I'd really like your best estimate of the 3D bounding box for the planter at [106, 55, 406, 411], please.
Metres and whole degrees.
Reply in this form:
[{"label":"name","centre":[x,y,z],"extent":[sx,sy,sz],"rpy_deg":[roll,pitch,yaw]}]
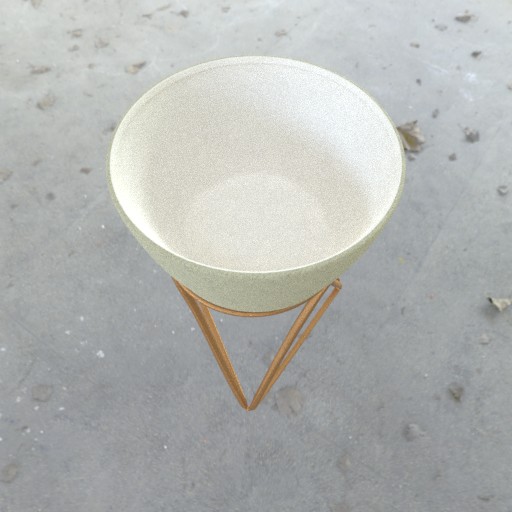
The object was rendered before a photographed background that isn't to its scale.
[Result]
[{"label":"planter","centre":[0.000,0.000,0.739],"extent":[0.350,0.504,0.350],"rpy_deg":[32,64,17]}]
